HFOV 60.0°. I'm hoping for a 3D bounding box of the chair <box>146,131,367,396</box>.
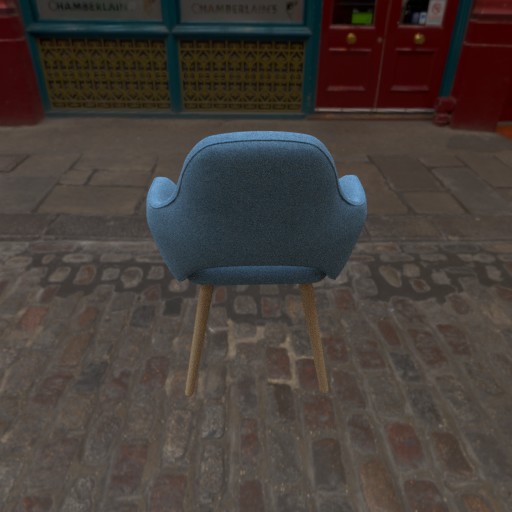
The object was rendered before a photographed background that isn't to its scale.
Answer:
[{"bbox_3d":[0.000,0.000,1.357,0.589,0.920,0.666,-1,31,-1],"label":"chair"}]
